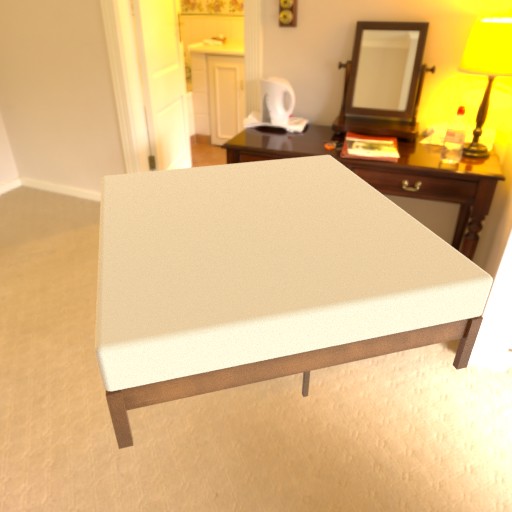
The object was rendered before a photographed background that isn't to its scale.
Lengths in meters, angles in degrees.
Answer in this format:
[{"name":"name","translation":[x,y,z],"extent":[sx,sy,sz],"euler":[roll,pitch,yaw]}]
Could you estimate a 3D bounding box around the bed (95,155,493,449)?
[{"name":"bed","translation":[0.000,0.000,2.992],"extent":[1.930,0.616,2.049],"euler":[-8,32,-14]}]
